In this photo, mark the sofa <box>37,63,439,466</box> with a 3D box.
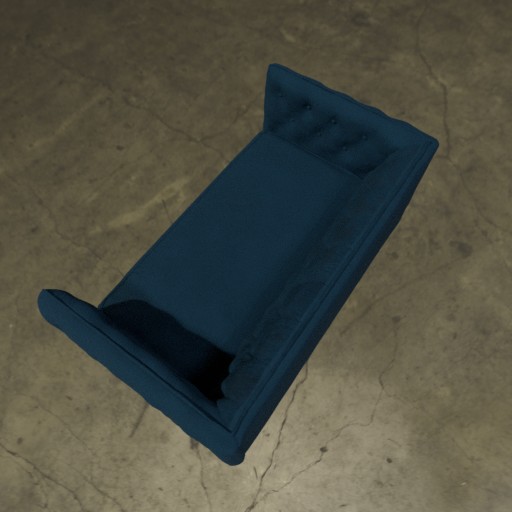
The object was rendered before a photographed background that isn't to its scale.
[{"bbox_3d":[0.000,0.000,2.078,0.909,0.810,1.583,32,67,16],"label":"sofa"}]
